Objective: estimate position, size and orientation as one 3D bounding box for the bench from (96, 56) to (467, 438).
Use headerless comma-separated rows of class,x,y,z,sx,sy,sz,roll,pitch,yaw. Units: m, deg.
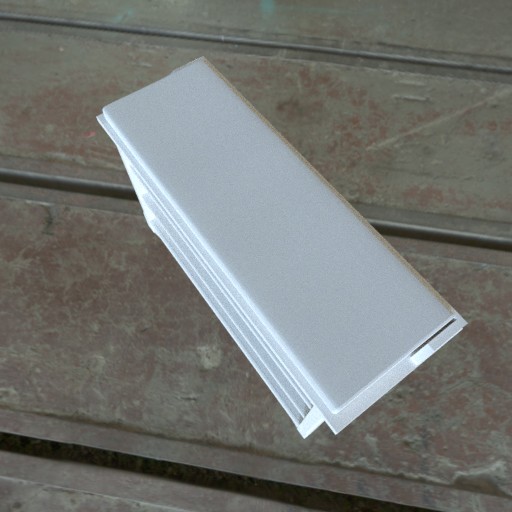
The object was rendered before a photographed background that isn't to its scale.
bench,0.000,0.000,1.277,0.346,0.589,0.987,-33,67,-16
